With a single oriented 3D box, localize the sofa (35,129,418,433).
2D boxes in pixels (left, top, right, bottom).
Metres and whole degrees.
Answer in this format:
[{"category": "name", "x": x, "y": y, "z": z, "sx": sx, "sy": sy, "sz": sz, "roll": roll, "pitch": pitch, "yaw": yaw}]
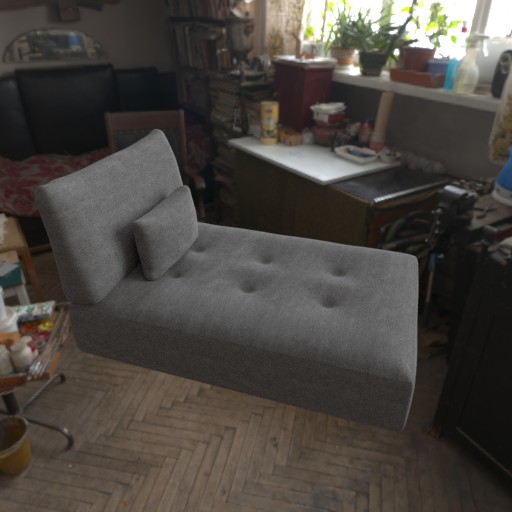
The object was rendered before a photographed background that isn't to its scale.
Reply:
[{"category": "sofa", "x": 0.000, "y": 0.000, "z": 1.982, "sx": 1.450, "sy": 0.820, "sz": 0.930, "roll": 9, "pitch": 32, "yaw": 16}]
